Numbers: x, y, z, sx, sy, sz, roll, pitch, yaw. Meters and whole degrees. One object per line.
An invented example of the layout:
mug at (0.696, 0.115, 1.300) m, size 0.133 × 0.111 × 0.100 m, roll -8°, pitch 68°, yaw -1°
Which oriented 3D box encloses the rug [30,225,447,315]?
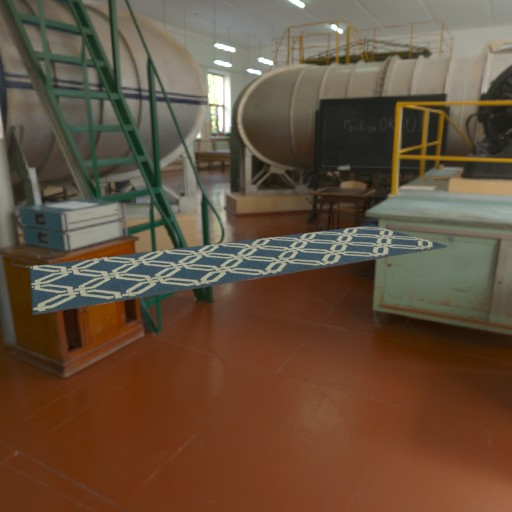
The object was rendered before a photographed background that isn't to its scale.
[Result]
rug at (0.000, 0.000, 2.490) m, size 2.276 × 0.014 × 0.678 m, roll -8°, pitch 18°, yaw -26°
